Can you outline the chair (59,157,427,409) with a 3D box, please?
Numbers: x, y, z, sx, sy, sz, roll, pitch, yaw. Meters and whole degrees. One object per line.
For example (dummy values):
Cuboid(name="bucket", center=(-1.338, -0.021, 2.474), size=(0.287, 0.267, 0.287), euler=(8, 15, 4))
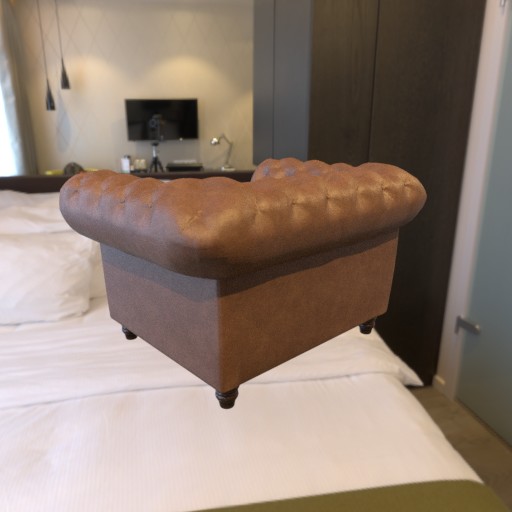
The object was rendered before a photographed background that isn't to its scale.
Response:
Cuboid(name="chair", center=(0.000, 0.000, 1.911), size=(1.298, 0.784, 0.954), euler=(-15, 22, -40))
